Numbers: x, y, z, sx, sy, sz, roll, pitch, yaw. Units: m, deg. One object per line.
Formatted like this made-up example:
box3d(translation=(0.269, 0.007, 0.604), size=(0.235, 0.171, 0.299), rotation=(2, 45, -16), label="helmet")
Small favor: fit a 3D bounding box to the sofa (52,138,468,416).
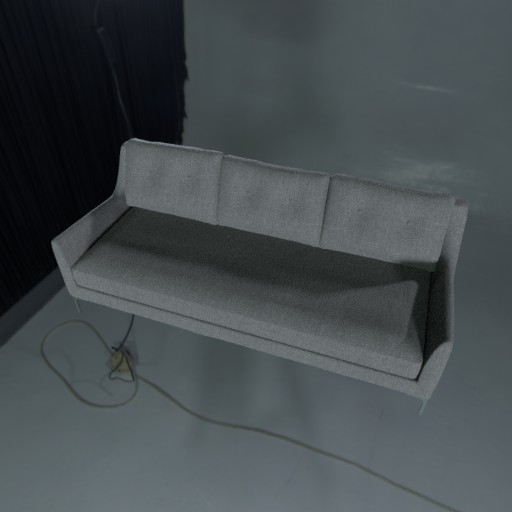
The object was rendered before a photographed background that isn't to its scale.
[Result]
box3d(translation=(0.000, 0.000, 2.463), size=(2.060, 0.837, 0.849), rotation=(13, 42, 15), label="sofa")
